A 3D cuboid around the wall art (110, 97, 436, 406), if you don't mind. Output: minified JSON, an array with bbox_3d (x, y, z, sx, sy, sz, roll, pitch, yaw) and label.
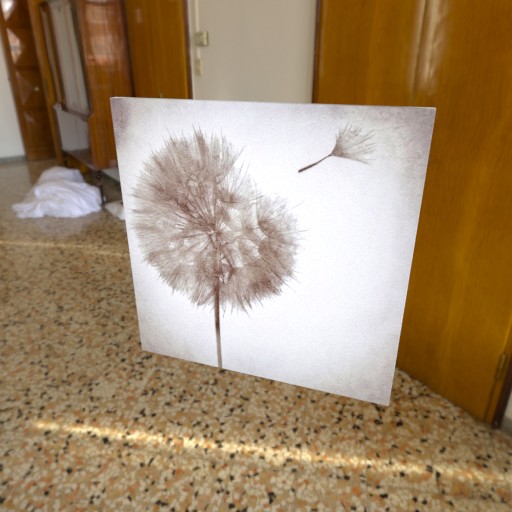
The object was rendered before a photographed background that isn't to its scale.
[{"bbox_3d":[0.000,0.000,1.158,0.762,0.762,0.027,8,26,17],"label":"wall art"}]
